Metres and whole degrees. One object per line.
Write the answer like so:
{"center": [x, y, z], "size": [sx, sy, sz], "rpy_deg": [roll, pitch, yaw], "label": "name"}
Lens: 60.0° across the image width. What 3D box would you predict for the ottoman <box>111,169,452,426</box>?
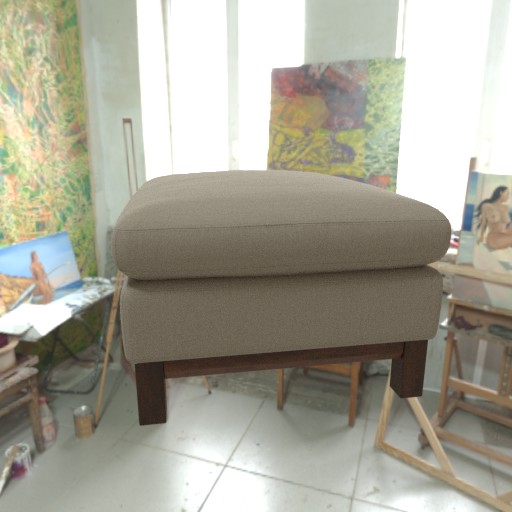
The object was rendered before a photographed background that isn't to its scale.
{"center": [0.000, 0.000, 1.121], "size": [0.606, 0.420, 0.771], "rpy_deg": [-3, 15, -10], "label": "ottoman"}
